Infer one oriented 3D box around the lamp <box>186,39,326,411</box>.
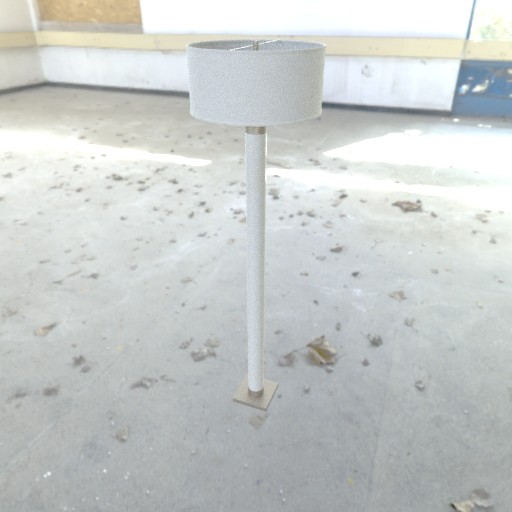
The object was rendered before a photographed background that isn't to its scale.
[{"bbox_3d":[0.000,0.000,1.685,0.420,1.475,0.420,11,32,19],"label":"lamp"}]
